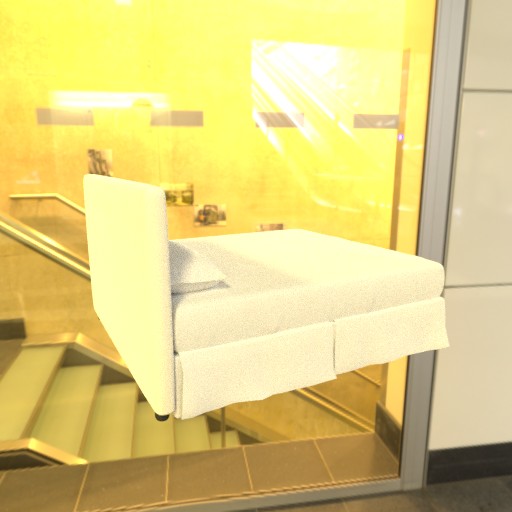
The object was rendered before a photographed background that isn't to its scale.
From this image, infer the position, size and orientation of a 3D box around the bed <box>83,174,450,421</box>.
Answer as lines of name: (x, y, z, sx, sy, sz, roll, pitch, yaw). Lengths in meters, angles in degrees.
bed: (0.000, 0.000, 3.656, 2.341, 1.317, 2.119, -7, 14, -28)
